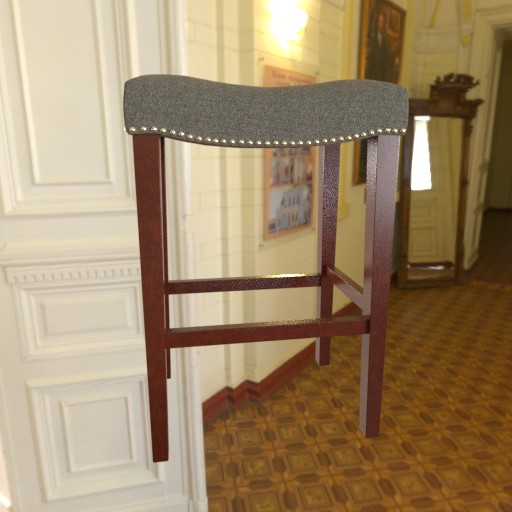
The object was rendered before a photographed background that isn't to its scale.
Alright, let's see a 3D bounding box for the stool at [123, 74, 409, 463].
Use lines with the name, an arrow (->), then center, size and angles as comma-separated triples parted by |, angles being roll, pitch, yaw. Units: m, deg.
stool -> 0.000, 0.000, 1.004 | 0.504, 0.742, 0.372 | -2, 14, -9
